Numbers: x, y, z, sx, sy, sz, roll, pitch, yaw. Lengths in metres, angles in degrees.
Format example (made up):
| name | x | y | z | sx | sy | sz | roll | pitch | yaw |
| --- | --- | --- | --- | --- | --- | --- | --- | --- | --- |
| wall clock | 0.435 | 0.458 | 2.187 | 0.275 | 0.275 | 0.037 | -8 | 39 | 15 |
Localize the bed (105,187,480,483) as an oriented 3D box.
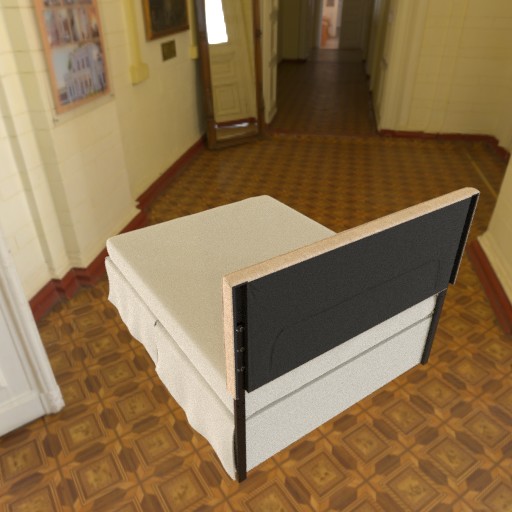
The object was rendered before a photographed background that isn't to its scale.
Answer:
| name | x | y | z | sx | sy | sz | roll | pitch | yaw |
| --- | --- | --- | --- | --- | --- | --- | --- | --- | --- |
| bed | 0.000 | 0.000 | 3.023 | 1.643 | 1.270 | 1.978 | -19 | 36 | -29 |
